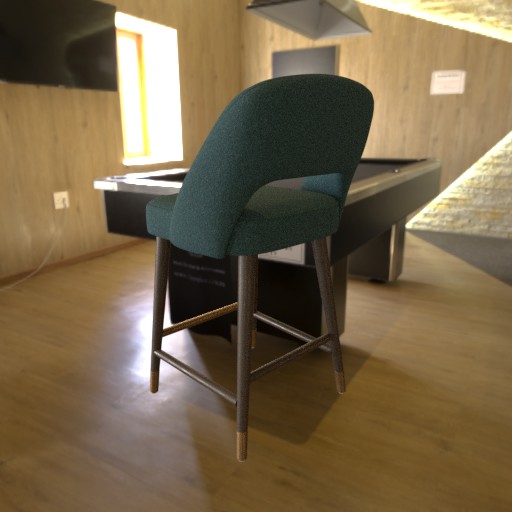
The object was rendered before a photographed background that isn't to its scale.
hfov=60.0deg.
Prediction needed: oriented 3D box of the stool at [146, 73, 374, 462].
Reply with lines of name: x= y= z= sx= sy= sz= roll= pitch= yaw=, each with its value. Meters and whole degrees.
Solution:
stool: x=0.000 y=0.000 z=1.279 sx=0.536 sy=0.939 sz=0.522 roll=-15 pitch=22 yaw=-42
